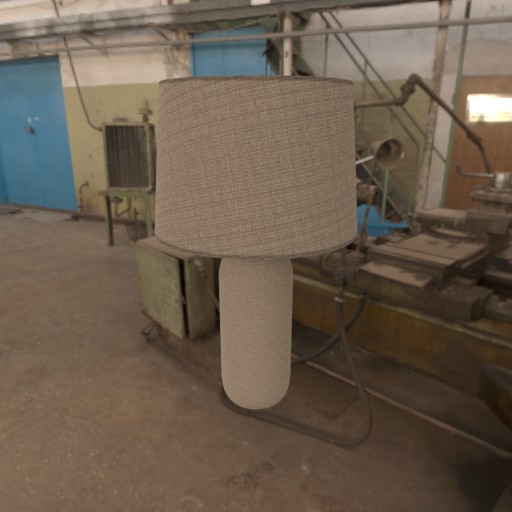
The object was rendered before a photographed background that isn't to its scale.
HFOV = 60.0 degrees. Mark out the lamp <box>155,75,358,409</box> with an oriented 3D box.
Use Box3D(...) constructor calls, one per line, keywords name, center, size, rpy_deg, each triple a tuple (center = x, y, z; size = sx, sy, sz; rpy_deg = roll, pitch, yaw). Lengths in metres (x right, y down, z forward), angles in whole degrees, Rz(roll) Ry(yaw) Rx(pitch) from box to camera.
Box3D(name="lamp", center=(0.000, 0.000, 0.836), size=(0.367, 0.609, 0.367), rpy_deg=(0, 18, 0))
